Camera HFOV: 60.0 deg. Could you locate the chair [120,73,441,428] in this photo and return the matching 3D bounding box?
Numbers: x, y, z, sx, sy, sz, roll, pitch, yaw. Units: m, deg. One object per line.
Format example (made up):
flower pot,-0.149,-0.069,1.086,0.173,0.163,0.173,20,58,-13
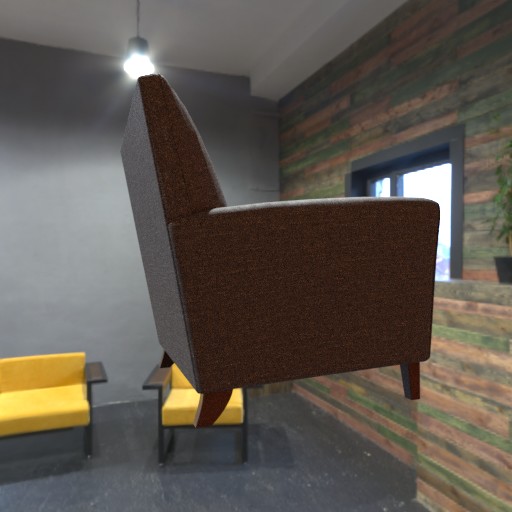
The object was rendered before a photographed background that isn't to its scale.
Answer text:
chair,0.000,0.000,1.557,0.875,0.885,0.838,0,0,-20
